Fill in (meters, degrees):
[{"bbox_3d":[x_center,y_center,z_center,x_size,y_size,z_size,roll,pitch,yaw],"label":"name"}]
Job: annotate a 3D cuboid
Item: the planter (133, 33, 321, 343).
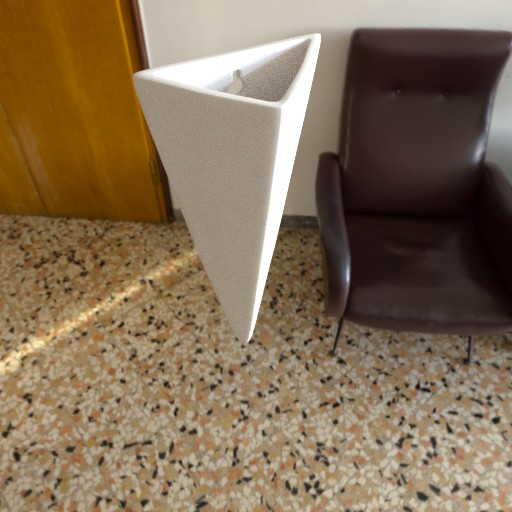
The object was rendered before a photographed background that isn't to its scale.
[{"bbox_3d":[0.000,0.000,0.399,0.143,0.338,0.065,-23,49,-21],"label":"planter"}]
